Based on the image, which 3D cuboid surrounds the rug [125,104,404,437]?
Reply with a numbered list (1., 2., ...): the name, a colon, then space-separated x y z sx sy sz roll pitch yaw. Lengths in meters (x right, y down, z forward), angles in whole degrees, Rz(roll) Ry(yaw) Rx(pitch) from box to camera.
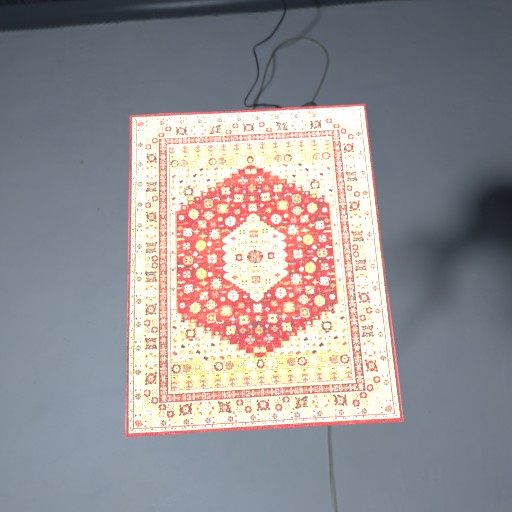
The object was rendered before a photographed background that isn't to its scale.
1. rug: 0.000 0.000 4.132 2.387 0.013 3.053 -3 77 -1
